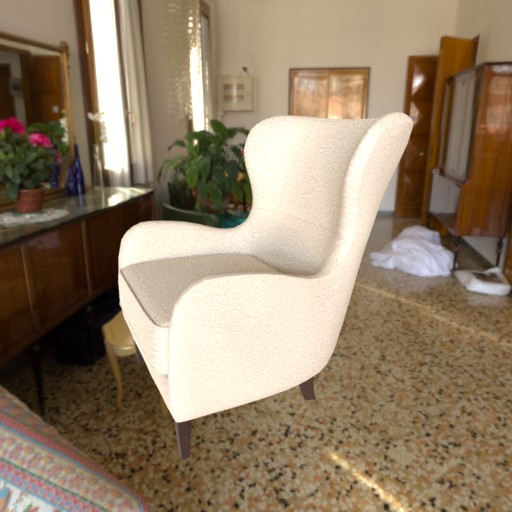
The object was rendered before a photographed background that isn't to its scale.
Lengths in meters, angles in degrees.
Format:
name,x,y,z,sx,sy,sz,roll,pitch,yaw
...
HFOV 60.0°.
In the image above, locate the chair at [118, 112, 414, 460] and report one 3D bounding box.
name,x,y,z,sx,sy,sz,roll,pitch,yaw
chair,0.000,0.000,1.736,0.984,1.064,0.861,-8,18,-25
